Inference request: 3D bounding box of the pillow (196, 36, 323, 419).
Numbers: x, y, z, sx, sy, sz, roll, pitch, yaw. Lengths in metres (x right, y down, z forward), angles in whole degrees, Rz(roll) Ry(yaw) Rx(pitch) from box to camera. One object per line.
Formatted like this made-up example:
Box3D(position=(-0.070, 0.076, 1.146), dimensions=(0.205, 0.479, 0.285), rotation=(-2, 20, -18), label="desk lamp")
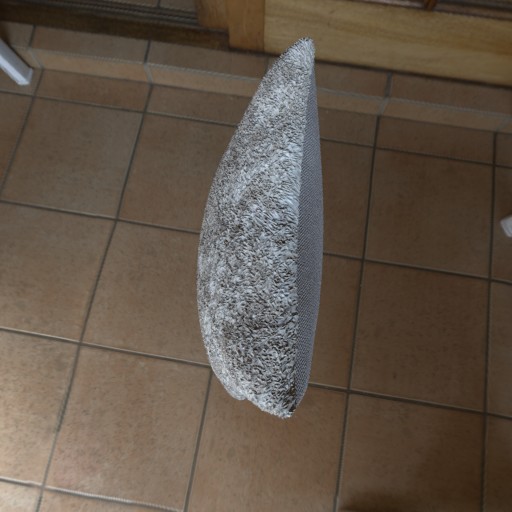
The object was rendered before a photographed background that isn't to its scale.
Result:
Box3D(position=(0.000, 0.000, 0.805), dimensions=(0.218, 0.515, 0.529), rotation=(4, 75, 1), label="pillow")
